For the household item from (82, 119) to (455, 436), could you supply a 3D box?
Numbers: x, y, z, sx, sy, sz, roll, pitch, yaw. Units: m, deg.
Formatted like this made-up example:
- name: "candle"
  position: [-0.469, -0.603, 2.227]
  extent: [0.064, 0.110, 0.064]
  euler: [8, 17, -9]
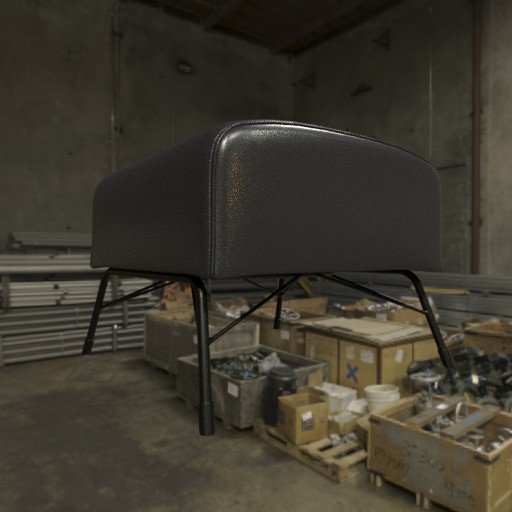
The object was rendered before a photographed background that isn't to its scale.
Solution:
- name: "household item"
  position: [0.000, 0.000, 0.874]
  extent: [0.530, 0.410, 0.530]
  euler: [0, 0, -36]
